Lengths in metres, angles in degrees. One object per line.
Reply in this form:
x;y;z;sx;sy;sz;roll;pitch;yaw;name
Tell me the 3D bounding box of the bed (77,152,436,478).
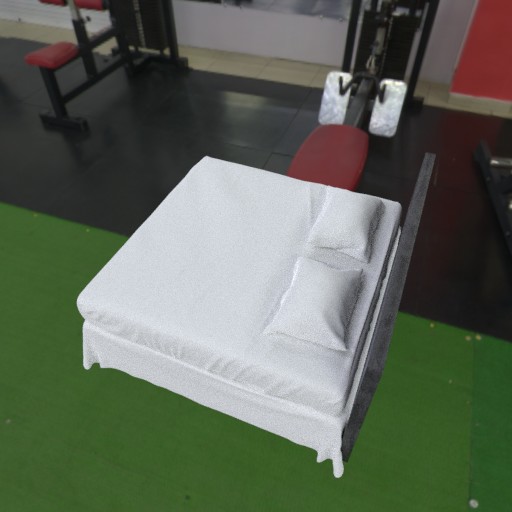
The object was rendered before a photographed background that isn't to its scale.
0.000;0.000;3.421;2.165;1.158;2.255;17;48;16;bed
